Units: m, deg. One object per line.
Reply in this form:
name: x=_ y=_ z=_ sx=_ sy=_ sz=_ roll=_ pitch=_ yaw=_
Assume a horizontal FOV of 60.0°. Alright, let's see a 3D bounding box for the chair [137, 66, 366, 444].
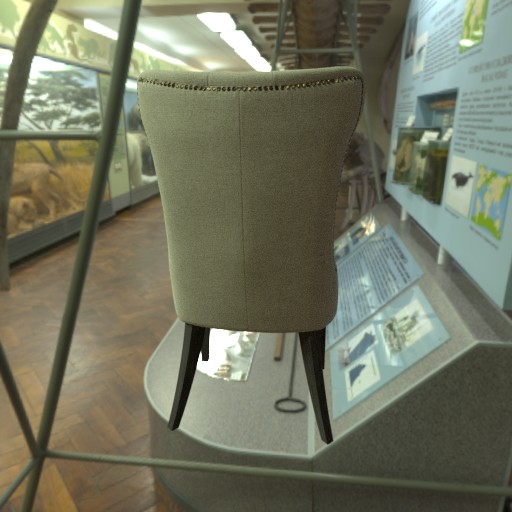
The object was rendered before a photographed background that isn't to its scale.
chair: x=0.000 y=0.000 z=1.410 sx=0.584 sy=1.065 sz=0.590 roll=2 pitch=17 yaw=7
